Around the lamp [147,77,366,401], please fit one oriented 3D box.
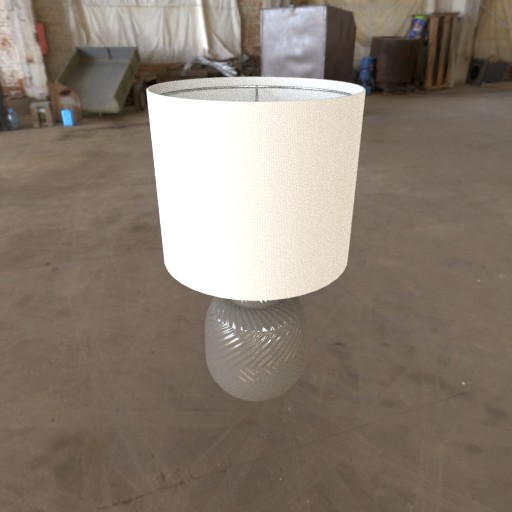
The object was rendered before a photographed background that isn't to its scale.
[{"bbox_3d":[0.000,0.000,0.510,0.207,0.366,0.207,0,27,1],"label":"lamp"}]
